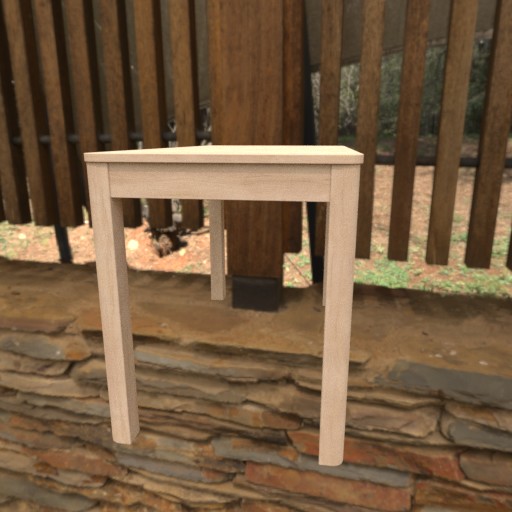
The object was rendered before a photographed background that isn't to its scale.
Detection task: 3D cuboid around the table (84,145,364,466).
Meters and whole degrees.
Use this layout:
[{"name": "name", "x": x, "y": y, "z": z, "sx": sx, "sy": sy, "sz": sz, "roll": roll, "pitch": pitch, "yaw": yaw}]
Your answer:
[{"name": "table", "x": 0.000, "y": 0.000, "z": 1.907, "sx": 0.750, "sy": 0.900, "sz": 1.400, "roll": 2, "pitch": 15, "yaw": 8}]
